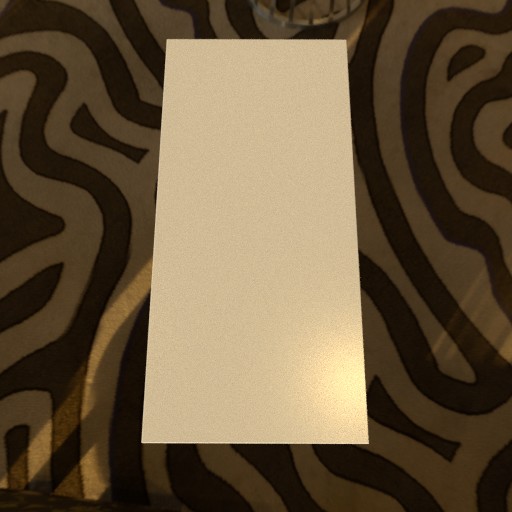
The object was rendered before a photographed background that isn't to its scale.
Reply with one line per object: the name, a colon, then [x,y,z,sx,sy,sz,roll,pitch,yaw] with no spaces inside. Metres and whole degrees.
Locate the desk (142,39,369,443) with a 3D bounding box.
desk: [0.000,0.000,1.492,0.509,0.780,1.059,0,76,0]
